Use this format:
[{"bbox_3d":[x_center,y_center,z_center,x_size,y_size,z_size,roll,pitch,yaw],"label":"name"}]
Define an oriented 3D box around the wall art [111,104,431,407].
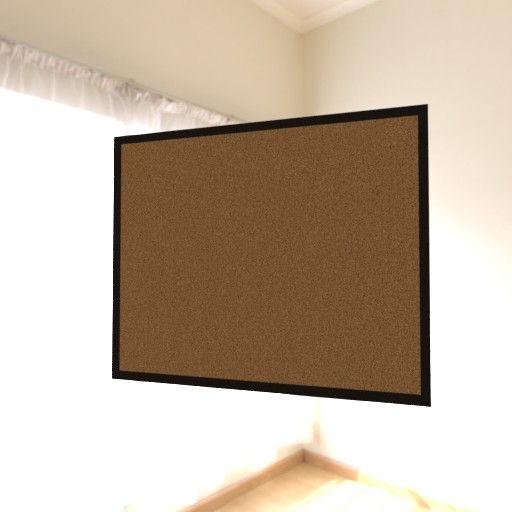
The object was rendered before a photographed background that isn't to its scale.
[{"bbox_3d":[0.000,0.000,0.761,0.554,0.454,0.030,-1,-2,18],"label":"wall art"}]
